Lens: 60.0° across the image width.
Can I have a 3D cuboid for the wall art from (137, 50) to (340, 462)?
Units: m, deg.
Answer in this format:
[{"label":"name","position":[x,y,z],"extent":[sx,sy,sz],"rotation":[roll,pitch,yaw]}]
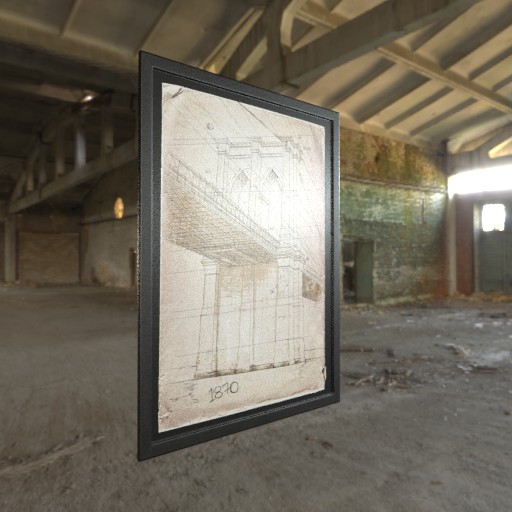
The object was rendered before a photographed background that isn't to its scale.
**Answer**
[{"label":"wall art","position":[0.000,0.000,1.266],"extent":[0.707,0.967,0.013],"rotation":[1,-1,-39]}]
